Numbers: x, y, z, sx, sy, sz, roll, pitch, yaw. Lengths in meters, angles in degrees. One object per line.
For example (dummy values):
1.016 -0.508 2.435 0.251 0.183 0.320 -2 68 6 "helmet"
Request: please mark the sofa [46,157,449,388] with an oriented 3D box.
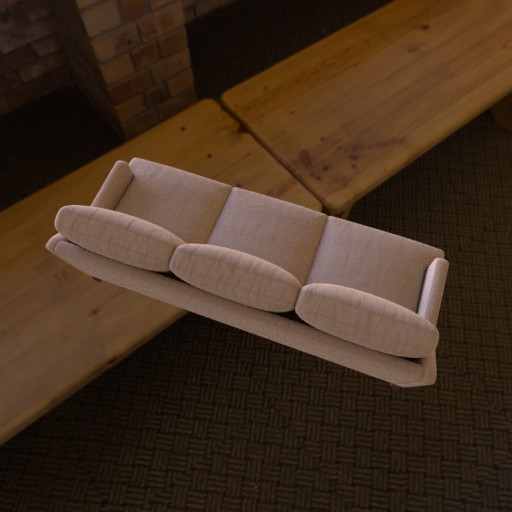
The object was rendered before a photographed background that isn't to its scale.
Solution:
0.000 0.000 2.858 2.321 0.913 1.000 18 64 9 "sofa"
